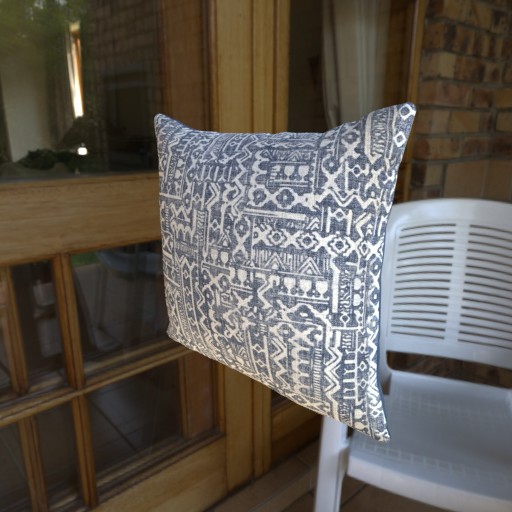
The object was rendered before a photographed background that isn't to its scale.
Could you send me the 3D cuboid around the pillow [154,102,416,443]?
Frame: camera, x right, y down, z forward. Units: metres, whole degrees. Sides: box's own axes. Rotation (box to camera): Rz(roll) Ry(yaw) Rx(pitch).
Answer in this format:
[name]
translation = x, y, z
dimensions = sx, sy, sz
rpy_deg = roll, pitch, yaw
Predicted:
[pillow]
translation = 0.000, 0.000, 0.771
dimensions = 0.546, 0.487, 0.180
rpy_deg = 15, 21, 41
